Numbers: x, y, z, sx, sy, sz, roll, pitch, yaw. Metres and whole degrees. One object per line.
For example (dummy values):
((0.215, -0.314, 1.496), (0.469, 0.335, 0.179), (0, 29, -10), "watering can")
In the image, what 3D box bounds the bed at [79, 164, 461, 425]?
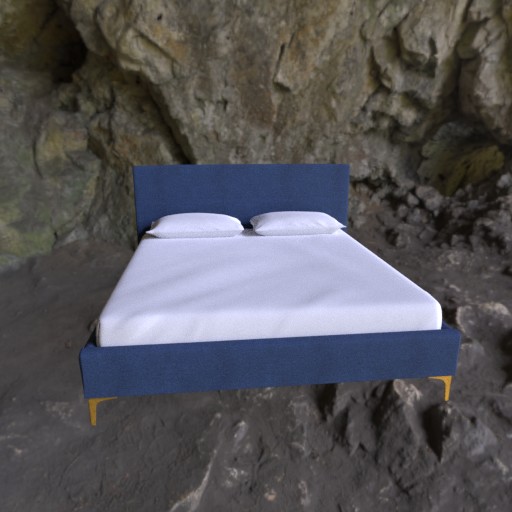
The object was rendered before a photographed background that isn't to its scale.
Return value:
((0.000, 0.000, 3.399), (2.096, 1.231, 2.232), (-2, 16, -6), "bed")
